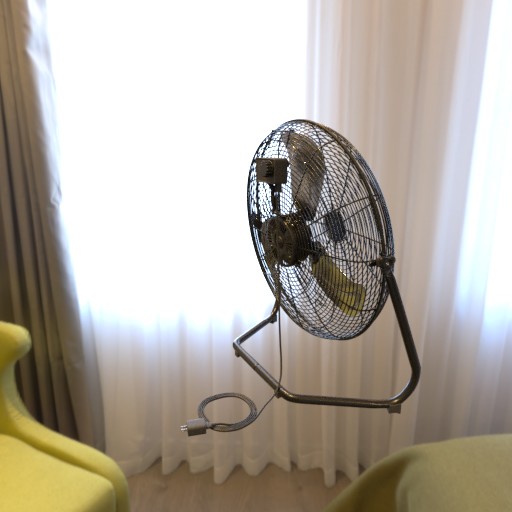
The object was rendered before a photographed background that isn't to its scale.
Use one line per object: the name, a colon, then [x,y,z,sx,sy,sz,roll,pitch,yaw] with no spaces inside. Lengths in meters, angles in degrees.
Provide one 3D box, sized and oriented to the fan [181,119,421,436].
fan: [0.000,0.000,1.016,0.470,0.605,0.595,-7,16,-26]
